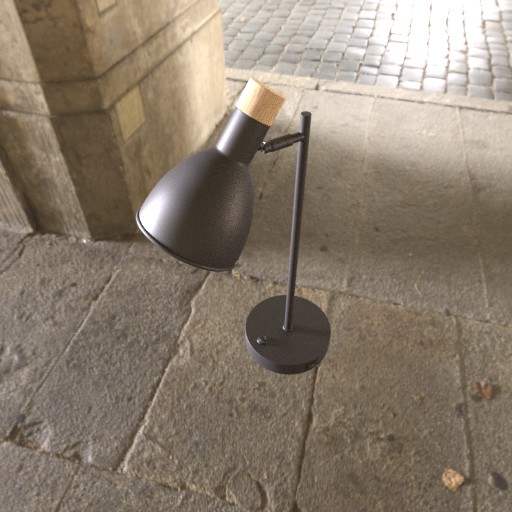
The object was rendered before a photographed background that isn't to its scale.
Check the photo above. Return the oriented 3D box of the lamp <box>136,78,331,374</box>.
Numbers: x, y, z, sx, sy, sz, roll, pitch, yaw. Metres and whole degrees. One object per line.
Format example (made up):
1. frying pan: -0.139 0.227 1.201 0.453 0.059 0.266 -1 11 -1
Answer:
1. lamp: 0.000 0.000 0.603 0.287 0.483 0.152 -23 49 -21
